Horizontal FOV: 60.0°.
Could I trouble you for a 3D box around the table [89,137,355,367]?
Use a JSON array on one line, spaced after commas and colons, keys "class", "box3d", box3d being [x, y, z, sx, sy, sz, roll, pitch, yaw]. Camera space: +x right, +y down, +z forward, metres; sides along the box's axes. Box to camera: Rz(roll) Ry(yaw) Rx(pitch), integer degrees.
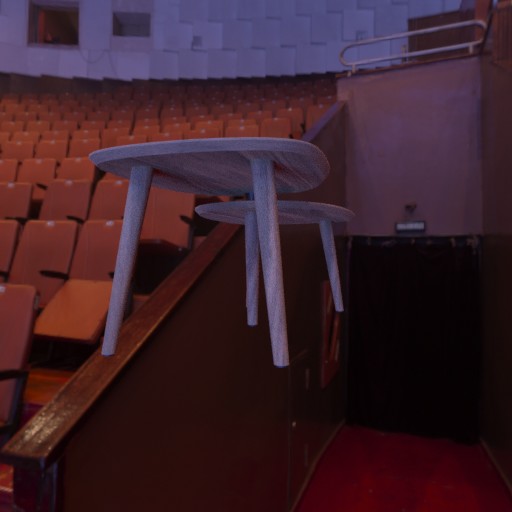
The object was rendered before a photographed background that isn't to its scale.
[{"class": "table", "box3d": [0.000, 0.000, 1.350, 0.527, 0.429, 1.084, 0, 0, 18]}]
